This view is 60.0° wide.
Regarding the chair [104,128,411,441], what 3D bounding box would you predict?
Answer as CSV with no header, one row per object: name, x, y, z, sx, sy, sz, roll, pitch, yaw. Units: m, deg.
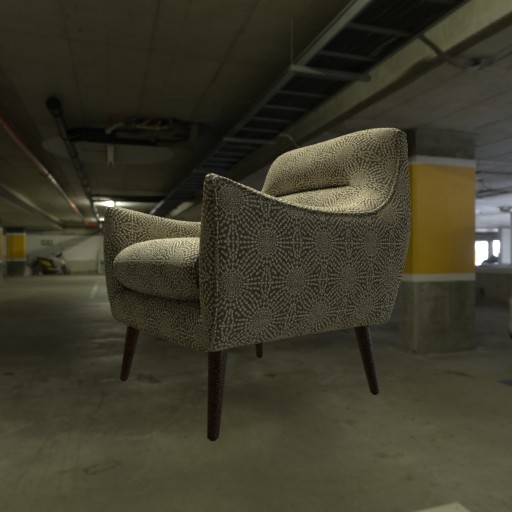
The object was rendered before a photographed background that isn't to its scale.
chair,0.000,0.000,1.447,0.787,0.838,0.762,0,0,-36
